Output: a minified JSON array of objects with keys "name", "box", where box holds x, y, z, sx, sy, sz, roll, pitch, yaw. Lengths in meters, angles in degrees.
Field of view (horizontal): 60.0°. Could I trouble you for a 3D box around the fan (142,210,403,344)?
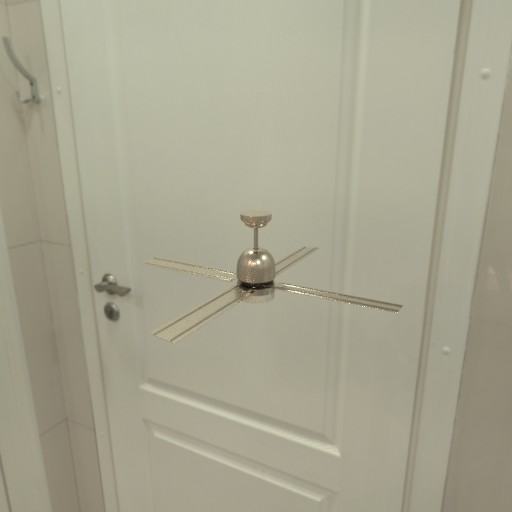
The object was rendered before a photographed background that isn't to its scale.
[{"name":"fan","box":[0.000,0.000,2.074,1.346,0.406,1.346,9,19,27]}]
